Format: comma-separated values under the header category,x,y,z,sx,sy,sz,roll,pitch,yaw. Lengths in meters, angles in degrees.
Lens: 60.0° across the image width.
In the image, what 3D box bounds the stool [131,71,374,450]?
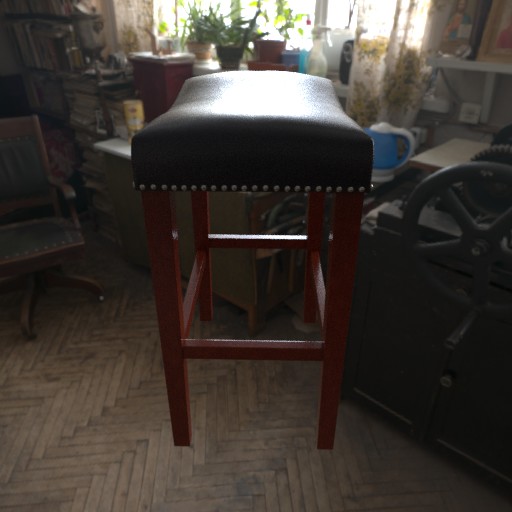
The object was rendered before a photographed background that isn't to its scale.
category,x,y,z,sx,sy,sz,roll,pitch,yaw
stool,0.000,0.000,1.029,0.372,0.742,0.504,1,31,1
